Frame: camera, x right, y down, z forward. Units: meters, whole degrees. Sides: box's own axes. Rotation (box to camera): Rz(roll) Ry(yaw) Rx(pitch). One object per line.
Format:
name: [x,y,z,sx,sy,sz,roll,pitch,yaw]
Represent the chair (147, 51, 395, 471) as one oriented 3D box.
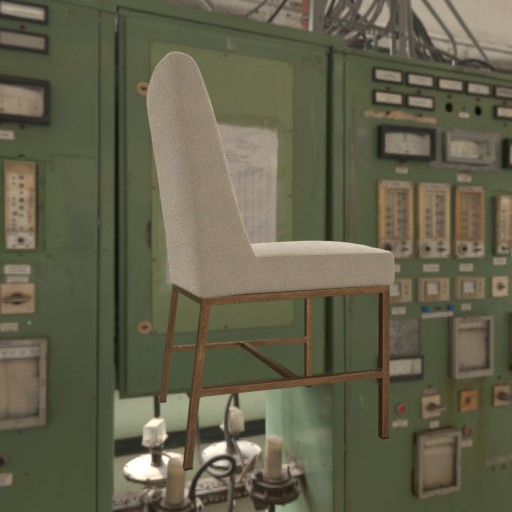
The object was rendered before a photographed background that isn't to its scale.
chair: [0.000,0.000,1.268,0.597,0.933,0.503,0,1,-19]
